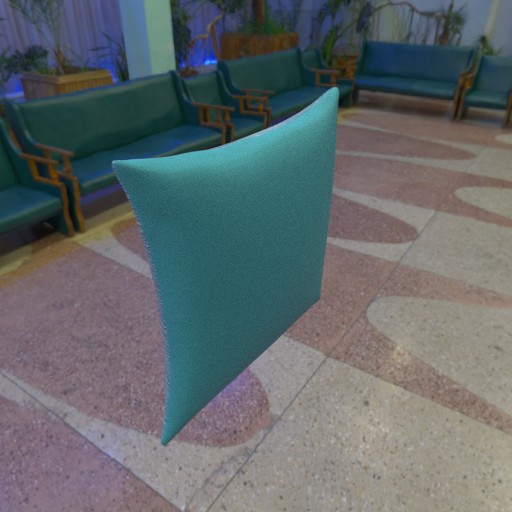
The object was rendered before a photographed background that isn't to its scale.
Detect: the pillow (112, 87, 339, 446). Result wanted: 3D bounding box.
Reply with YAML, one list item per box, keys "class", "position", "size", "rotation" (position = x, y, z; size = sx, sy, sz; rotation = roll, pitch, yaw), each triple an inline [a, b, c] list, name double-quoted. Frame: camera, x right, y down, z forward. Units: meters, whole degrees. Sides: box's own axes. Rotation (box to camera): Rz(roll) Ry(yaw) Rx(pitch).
- class: "pillow"
  position: [0.000, 0.000, 0.786]
  size: [0.150, 0.497, 0.514]
  rotation: [22, 37, 31]
